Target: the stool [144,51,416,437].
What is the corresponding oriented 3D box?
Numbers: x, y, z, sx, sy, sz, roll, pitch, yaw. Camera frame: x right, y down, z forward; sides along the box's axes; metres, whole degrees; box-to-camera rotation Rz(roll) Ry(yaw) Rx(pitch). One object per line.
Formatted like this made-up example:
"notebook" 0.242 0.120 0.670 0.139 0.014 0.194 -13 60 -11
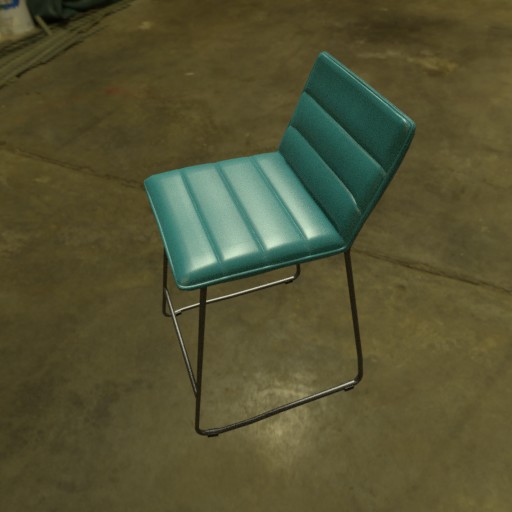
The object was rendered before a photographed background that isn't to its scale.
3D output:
"stool" 0.000 0.000 1.166 0.524 0.866 0.489 -15 47 -14
